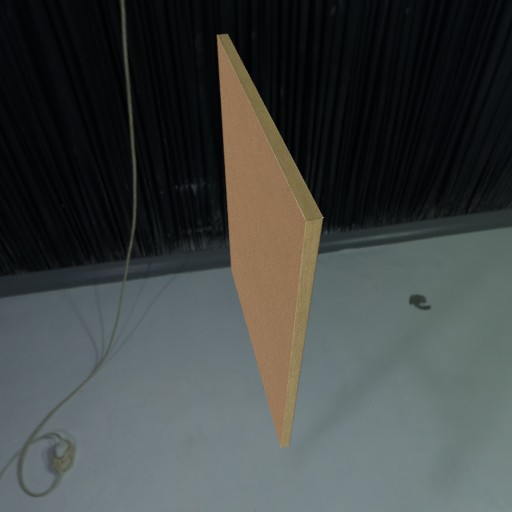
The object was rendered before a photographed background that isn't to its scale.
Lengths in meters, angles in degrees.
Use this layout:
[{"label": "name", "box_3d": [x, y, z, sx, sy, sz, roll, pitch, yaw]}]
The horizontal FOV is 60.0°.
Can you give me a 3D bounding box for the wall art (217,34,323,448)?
[{"label": "wall art", "box_3d": [0.000, 0.000, 1.352, 0.030, 1.002, 0.798, -10, 48, -9]}]
